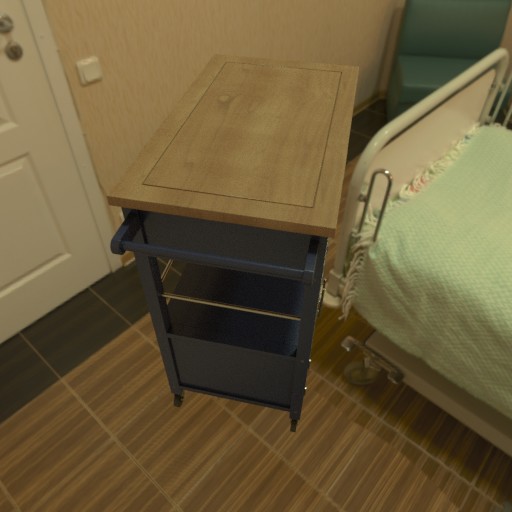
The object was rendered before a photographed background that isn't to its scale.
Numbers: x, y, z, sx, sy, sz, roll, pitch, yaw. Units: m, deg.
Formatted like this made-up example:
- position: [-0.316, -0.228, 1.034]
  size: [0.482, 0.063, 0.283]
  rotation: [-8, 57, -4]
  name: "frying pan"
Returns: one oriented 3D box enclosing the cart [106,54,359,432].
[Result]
- position: [0.000, 0.000, 1.402]
  size: [0.459, 0.901, 0.840]
  rotation: [9, 45, 9]
  name: "cart"
